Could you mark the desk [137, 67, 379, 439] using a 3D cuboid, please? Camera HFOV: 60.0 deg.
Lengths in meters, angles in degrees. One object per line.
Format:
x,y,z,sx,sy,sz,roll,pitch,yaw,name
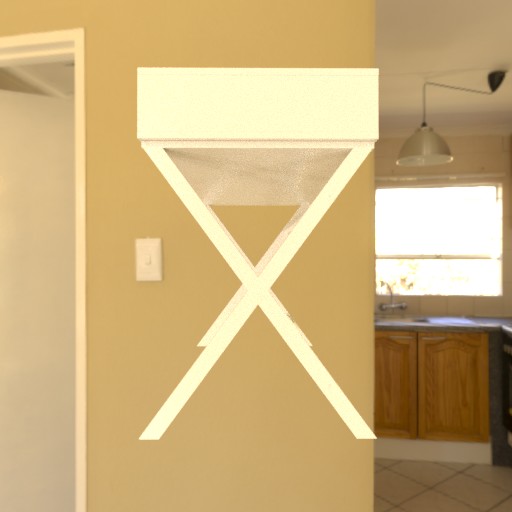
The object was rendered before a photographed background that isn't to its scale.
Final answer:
0.000,0.000,1.452,0.509,0.780,1.059,0,0,0,desk
